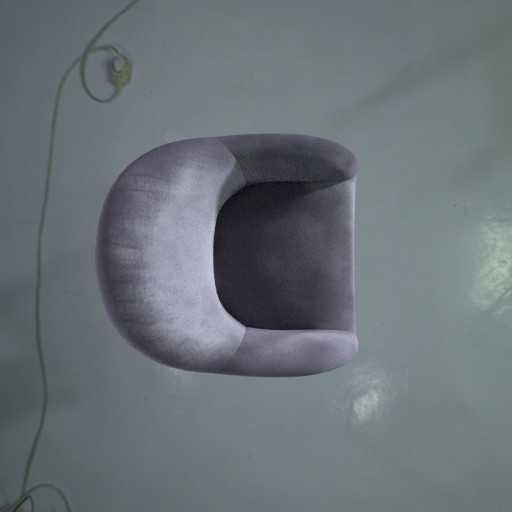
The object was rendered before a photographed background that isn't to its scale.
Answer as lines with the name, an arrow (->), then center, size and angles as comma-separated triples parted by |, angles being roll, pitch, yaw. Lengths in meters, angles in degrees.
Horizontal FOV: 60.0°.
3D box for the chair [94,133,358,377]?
chair -> 0.000, 0.000, 1.201 | 0.590, 0.795, 0.550 | 0, 89, 1
